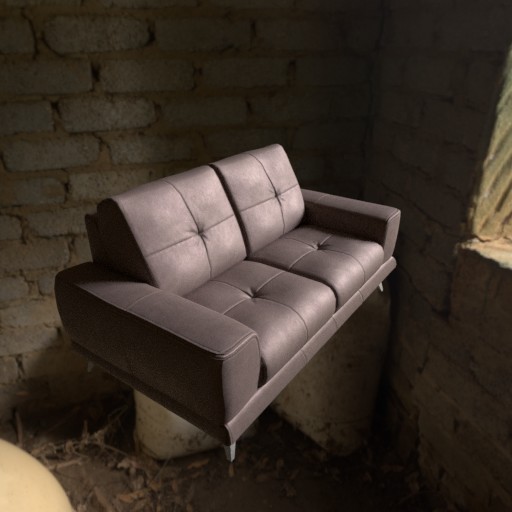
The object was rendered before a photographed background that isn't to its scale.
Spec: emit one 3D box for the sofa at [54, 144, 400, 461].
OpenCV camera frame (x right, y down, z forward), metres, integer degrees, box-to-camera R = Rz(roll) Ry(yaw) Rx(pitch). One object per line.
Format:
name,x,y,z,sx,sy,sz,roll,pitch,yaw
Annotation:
sofa,0.000,0.000,2.397,1.018,0.907,1.806,18,31,31
